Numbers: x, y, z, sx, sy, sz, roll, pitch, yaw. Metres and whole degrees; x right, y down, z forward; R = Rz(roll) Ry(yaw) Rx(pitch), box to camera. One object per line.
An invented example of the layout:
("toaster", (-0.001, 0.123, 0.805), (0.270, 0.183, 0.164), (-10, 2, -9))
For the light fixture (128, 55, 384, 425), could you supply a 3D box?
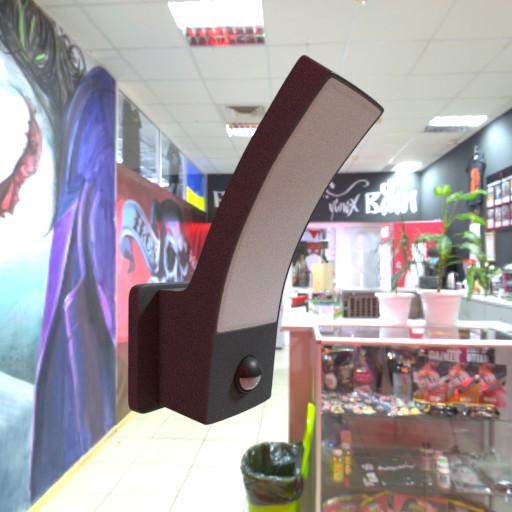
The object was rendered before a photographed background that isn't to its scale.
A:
("light fixture", (0.000, 0.000, 0.334), (0.174, 0.243, 0.108), (0, -1, 37))
